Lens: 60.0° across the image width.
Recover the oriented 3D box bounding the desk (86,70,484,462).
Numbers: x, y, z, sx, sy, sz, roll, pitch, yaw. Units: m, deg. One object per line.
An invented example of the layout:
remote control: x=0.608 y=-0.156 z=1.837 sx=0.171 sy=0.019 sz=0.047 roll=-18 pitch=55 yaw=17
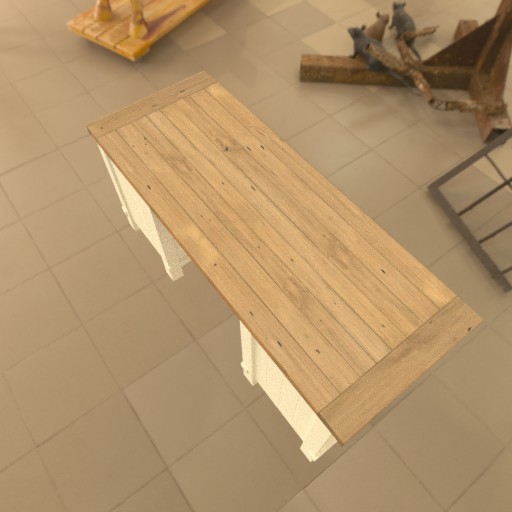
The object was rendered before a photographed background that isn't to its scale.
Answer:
desk: x=0.000 y=0.000 z=2.188 sx=0.688 sy=0.760 sz=1.803 roll=-33 pitch=64 yaw=-19
